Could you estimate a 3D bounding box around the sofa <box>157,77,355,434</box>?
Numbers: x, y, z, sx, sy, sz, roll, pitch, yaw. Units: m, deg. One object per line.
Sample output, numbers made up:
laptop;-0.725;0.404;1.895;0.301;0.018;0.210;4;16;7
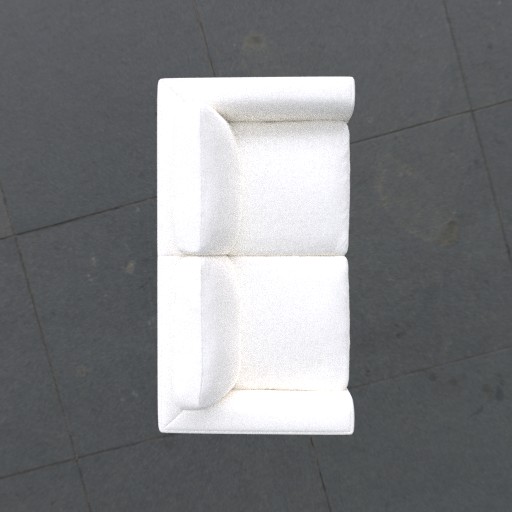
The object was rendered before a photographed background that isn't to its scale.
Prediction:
sofa;0.000;0.000;2.493;1.069;0.801;1.920;0;91;2
